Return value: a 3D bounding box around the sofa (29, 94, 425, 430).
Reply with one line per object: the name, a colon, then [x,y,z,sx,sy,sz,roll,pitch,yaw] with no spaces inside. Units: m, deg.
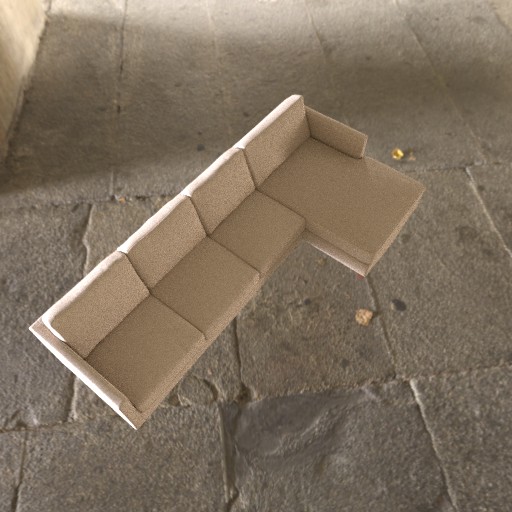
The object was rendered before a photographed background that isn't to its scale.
sofa: [0.000,0.000,3.732,1.625,0.861,3.186,33,63,19]
